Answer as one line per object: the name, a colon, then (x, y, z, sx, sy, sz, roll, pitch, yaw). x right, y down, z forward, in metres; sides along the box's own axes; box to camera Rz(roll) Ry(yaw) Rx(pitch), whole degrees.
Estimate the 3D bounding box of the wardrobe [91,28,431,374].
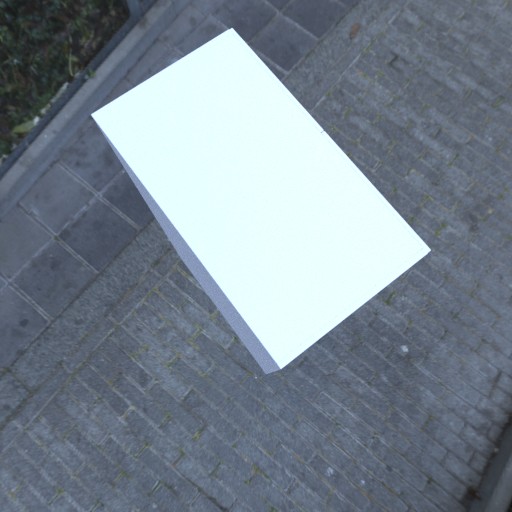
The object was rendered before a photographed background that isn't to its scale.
wardrobe: (0.000, 0.000, 2.230, 0.577, 1.808, 0.991, -36, 78, -9)
